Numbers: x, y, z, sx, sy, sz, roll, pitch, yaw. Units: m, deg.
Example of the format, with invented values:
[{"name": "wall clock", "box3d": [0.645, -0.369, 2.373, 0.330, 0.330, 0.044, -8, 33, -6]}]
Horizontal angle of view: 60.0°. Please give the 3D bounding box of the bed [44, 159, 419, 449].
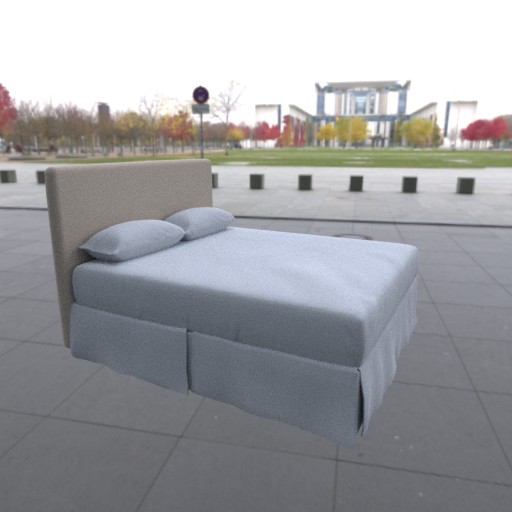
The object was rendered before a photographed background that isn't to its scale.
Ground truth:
[{"name": "bed", "box3d": [0.000, 0.000, 3.254, 2.142, 1.330, 1.884, 7, 16, 27]}]
